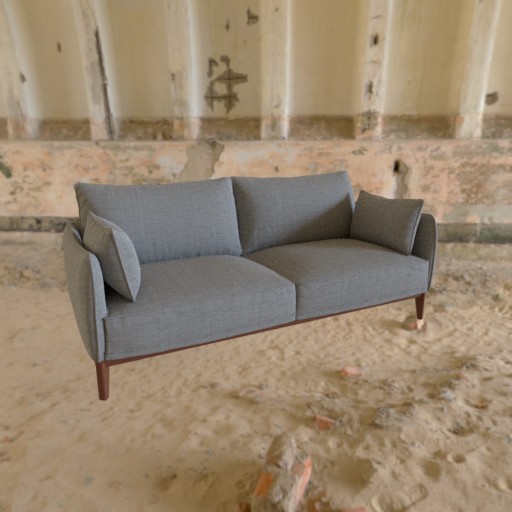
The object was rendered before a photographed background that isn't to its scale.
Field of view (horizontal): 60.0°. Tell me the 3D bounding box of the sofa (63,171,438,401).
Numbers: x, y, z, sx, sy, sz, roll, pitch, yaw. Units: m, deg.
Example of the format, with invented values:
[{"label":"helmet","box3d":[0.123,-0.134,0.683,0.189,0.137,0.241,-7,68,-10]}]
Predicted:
[{"label":"sofa","box3d":[0.000,0.000,2.540,1.989,0.851,0.972,-8,18,-26]}]
